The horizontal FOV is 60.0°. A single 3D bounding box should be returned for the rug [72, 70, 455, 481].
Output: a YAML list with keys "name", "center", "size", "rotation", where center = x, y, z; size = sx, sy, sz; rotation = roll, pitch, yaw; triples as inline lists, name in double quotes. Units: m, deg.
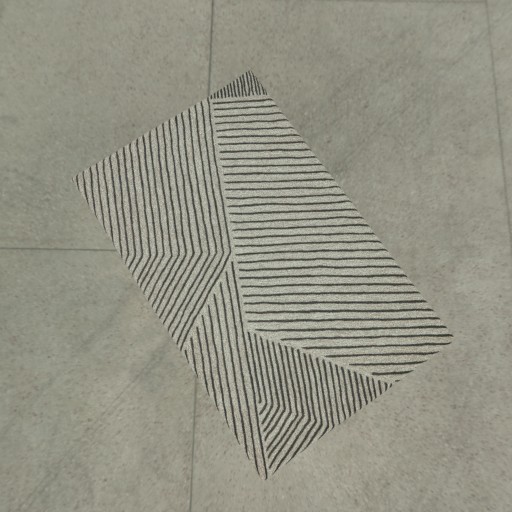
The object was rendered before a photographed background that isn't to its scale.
- name: "rug"
  center: [0.000, 0.000, 3.027]
  size: [1.539, 0.023, 2.406]
  rotation: [-34, 80, -7]
